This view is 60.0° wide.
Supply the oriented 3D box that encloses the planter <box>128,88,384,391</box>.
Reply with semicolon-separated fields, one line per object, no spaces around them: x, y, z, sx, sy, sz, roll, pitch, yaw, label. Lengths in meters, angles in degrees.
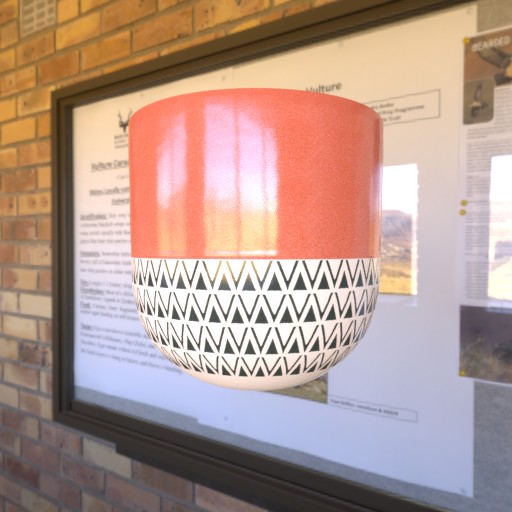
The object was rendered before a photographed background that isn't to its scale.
0.000;0.000;0.483;0.266;0.270;0.266;0;1;0;planter
